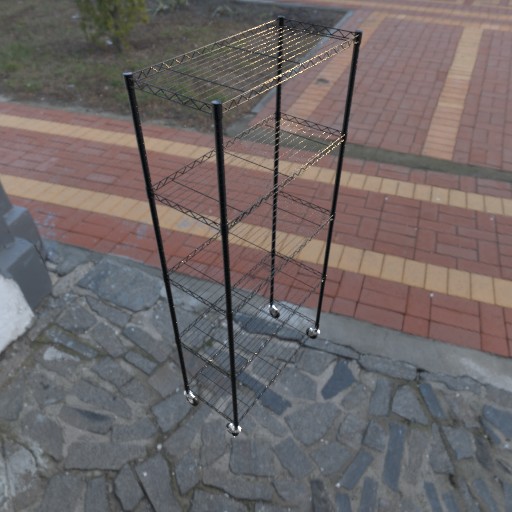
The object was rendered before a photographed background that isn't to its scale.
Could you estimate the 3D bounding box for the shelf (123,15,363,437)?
[{"bbox_3d":[0.000,0.000,1.867,0.356,1.645,0.762,27,48,27],"label":"shelf"}]
